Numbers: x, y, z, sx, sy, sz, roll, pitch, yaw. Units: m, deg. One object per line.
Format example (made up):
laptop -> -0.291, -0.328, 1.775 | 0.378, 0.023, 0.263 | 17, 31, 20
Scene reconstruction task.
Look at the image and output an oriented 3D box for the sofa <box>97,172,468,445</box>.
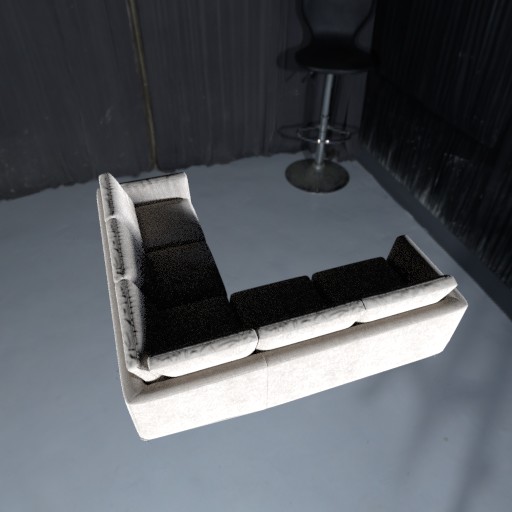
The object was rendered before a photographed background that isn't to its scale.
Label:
sofa -> 0.000, 0.000, 3.827 | 2.438, 0.864, 2.438 | -13, 44, -14
